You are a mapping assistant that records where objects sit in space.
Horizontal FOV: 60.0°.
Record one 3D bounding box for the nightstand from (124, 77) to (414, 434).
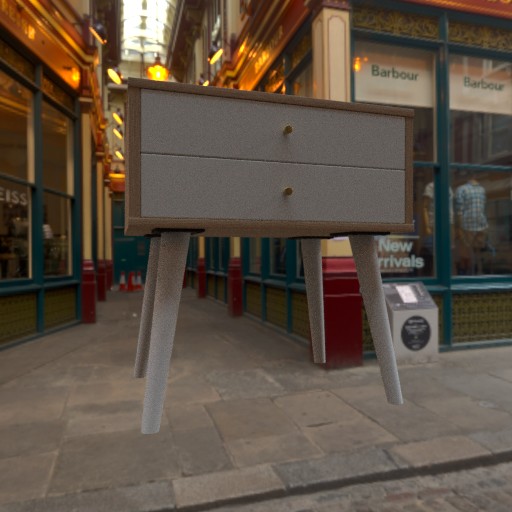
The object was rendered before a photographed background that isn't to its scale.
[{"bbox_3d":[0.000,0.000,1.016,0.571,0.610,0.407,0,0,-17],"label":"nightstand"}]
